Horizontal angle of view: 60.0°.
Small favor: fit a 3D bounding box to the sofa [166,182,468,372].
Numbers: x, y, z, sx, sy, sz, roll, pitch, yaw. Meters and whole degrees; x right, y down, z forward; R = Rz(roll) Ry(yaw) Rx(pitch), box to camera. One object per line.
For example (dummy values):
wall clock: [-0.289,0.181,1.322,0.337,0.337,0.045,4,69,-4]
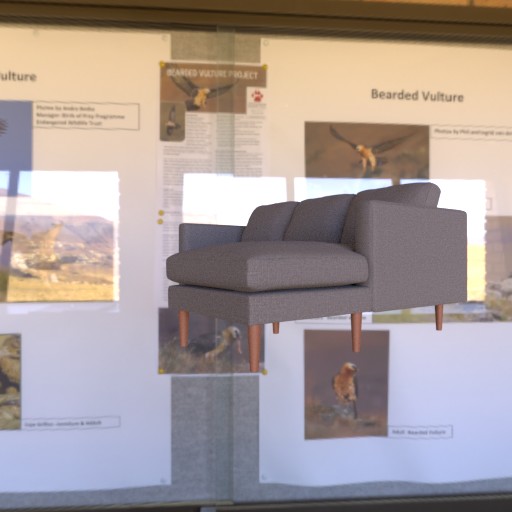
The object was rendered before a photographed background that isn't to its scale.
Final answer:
sofa: [0.000,0.000,2.917,1.591,0.897,2.031,0,0,-36]
